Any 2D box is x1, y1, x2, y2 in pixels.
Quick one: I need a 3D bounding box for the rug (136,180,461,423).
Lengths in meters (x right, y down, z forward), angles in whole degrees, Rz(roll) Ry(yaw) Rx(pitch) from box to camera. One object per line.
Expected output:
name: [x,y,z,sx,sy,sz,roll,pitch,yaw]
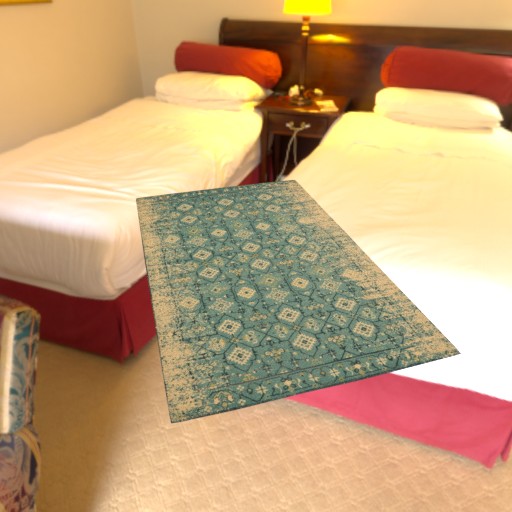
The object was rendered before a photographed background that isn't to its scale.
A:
rug: [0.000,0.000,2.274,1.102,0.008,1.795,-9,33,-14]
